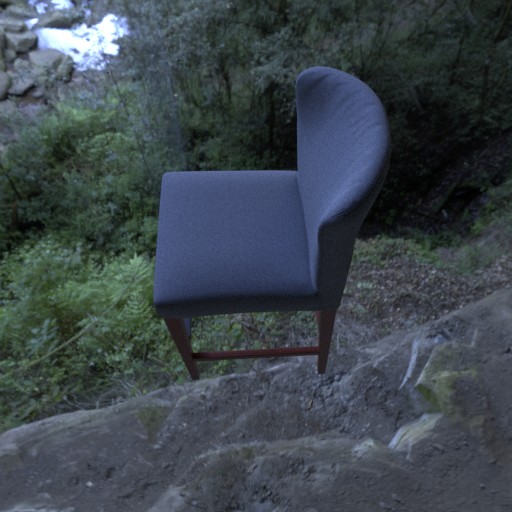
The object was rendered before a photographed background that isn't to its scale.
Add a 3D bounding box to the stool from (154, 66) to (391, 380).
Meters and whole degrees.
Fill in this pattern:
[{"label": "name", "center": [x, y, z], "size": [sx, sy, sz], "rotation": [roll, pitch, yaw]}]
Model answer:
[{"label": "stool", "center": [0.000, 0.000, 1.380], "size": [0.568, 1.069, 0.481], "rotation": [-3, 58, -2]}]
